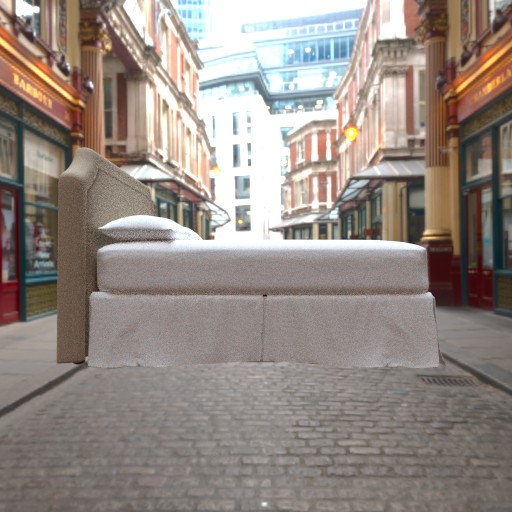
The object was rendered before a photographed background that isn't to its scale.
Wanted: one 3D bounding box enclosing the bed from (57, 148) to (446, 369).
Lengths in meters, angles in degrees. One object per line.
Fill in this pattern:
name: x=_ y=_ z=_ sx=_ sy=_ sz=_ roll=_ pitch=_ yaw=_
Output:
bed: x=0.000 y=0.000 z=3.343 sx=2.204 sy=1.301 sz=1.828 roll=0 pitch=-1 yaw=0
